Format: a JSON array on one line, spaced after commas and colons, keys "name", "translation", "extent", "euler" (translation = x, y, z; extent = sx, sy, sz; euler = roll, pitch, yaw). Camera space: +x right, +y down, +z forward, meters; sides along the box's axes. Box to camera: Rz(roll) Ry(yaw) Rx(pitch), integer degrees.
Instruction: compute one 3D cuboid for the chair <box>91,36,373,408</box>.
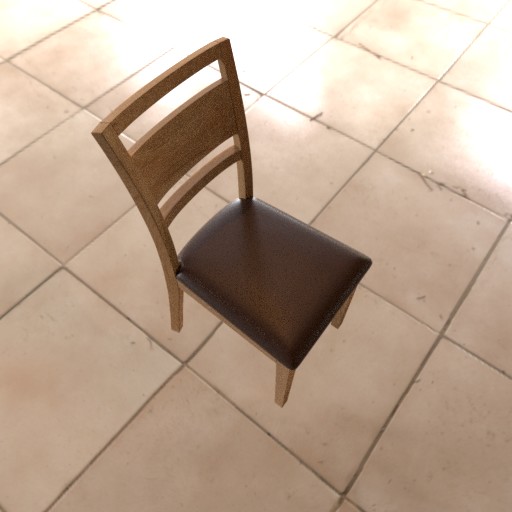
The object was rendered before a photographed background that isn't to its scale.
[{"name": "chair", "translation": [0.000, 0.000, 1.251], "extent": [0.545, 0.940, 0.420], "euler": [33, 63, 19]}]
